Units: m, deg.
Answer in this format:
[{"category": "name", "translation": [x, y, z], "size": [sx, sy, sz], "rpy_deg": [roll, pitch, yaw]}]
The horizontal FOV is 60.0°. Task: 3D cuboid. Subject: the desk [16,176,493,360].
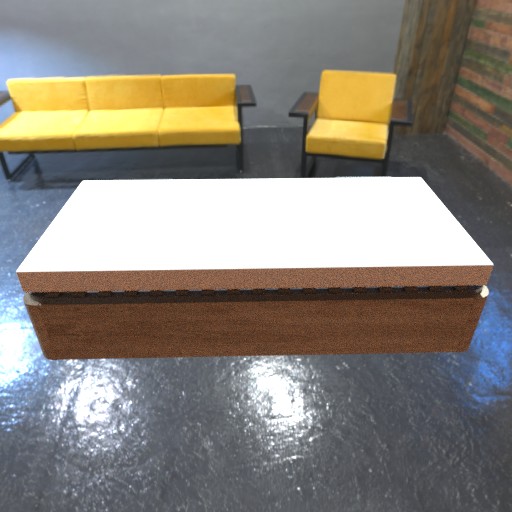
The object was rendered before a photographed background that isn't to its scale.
[{"category": "desk", "translation": [0.000, 0.000, 2.179], "size": [1.900, 0.455, 0.900], "rpy_deg": [-1, 33, -1]}]
